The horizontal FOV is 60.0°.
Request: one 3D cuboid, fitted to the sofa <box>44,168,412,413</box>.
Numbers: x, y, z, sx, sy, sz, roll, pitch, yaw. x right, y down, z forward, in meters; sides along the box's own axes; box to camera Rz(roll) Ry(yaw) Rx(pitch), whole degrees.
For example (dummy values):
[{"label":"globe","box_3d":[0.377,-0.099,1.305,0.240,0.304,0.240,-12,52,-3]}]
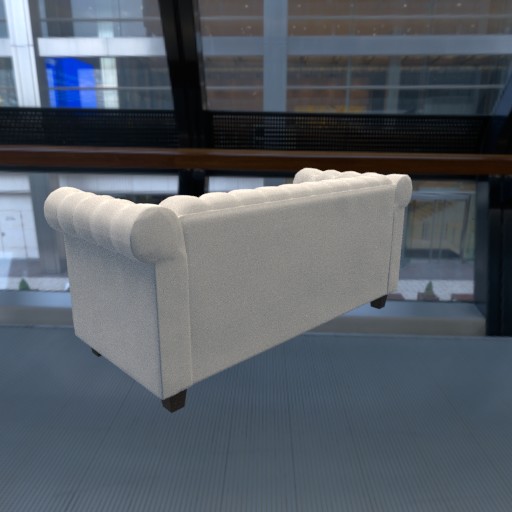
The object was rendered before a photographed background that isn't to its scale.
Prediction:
[{"label":"sofa","box_3d":[0.000,0.000,2.293,1.798,0.796,0.771,-14,21,-42]}]
